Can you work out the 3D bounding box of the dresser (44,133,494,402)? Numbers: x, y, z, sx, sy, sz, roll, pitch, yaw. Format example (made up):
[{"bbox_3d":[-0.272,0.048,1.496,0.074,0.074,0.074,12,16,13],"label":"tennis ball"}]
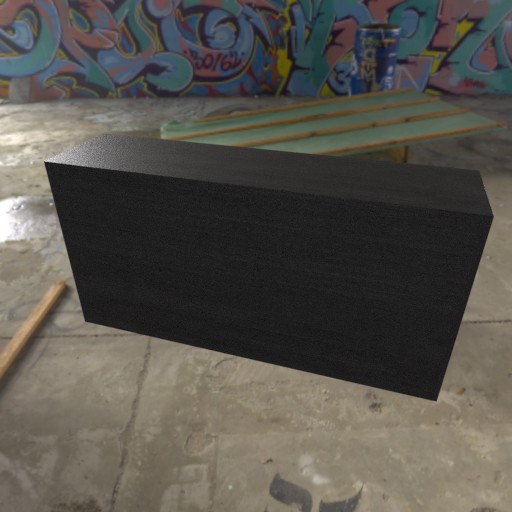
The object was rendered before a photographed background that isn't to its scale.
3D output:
[{"bbox_3d":[0.000,0.000,1.873,1.590,0.795,0.400,9,33,15],"label":"dresser"}]
